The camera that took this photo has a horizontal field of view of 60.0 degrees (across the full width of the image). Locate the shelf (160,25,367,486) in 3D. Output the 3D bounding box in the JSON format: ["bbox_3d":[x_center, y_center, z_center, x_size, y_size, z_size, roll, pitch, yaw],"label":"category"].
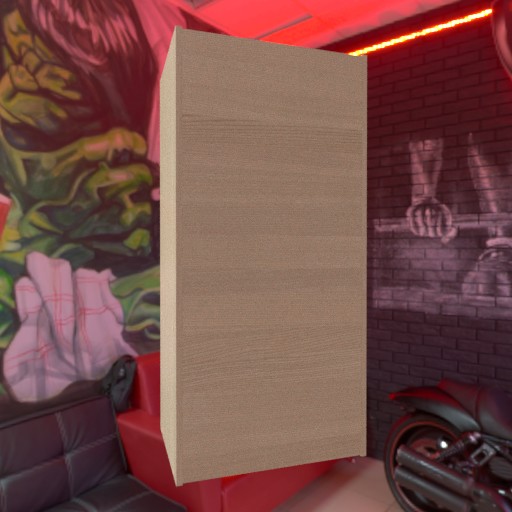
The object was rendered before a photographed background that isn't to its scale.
[{"bbox_3d":[0.000,0.000,1.045,0.417,0.876,0.292,0,1,-18],"label":"shelf"}]
